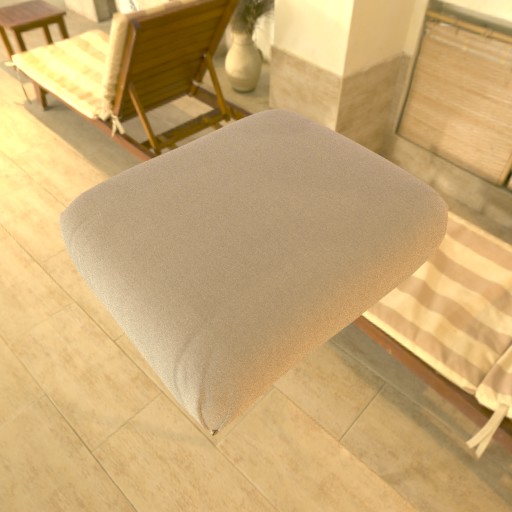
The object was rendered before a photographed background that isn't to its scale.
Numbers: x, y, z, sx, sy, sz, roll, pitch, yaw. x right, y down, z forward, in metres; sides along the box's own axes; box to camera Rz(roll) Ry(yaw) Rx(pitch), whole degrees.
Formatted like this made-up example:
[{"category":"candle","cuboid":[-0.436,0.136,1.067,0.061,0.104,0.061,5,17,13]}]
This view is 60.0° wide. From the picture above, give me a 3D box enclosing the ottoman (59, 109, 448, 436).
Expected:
[{"category":"ottoman","cuboid":[0.000,0.000,1.117,0.746,0.450,0.622,-32,55,-26]}]
